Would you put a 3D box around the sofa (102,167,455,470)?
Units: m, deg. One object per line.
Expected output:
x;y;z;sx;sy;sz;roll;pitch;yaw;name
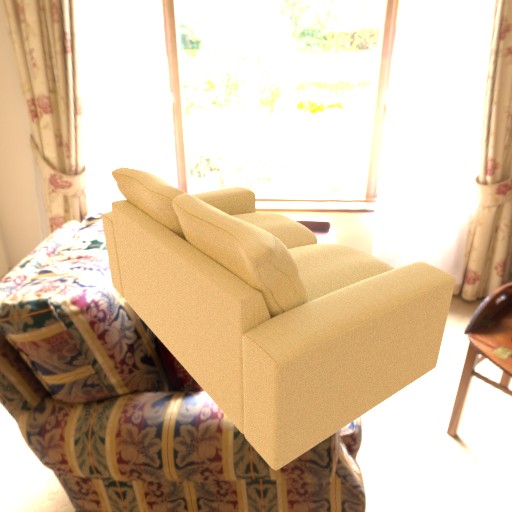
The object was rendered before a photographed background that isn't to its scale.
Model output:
0.000;0.000;2.411;1.091;0.875;1.754;-17;30;-32;sofa
